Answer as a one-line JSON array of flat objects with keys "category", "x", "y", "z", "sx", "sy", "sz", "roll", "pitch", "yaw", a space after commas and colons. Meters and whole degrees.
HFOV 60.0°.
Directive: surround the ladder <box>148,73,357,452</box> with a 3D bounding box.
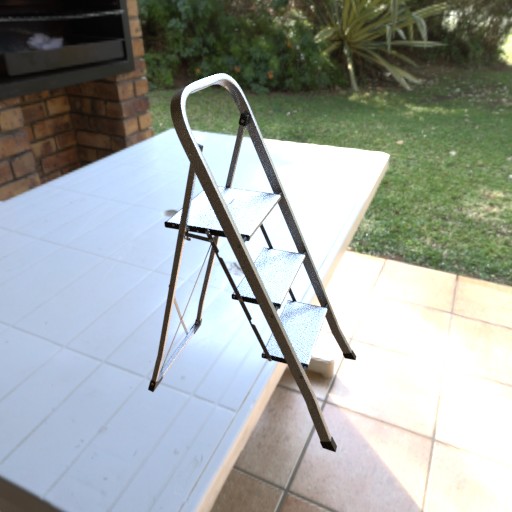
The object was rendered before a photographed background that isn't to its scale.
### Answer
[{"category": "ladder", "x": 0.000, "y": 0.000, "z": 1.440, "sx": 0.704, "sy": 1.070, "sz": 0.465, "roll": 10, "pitch": 32, "yaw": 16}]
